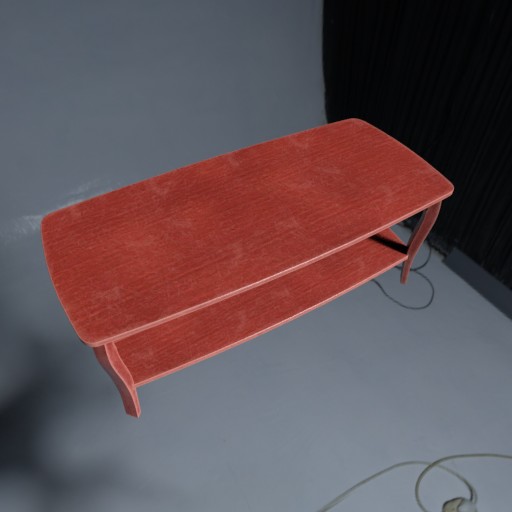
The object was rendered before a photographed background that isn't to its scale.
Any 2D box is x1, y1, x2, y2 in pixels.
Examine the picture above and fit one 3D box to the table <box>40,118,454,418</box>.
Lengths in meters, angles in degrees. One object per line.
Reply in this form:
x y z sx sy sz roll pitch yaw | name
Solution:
0.000 0.000 1.517 1.216 0.473 0.561 -22 50 -20 | table
